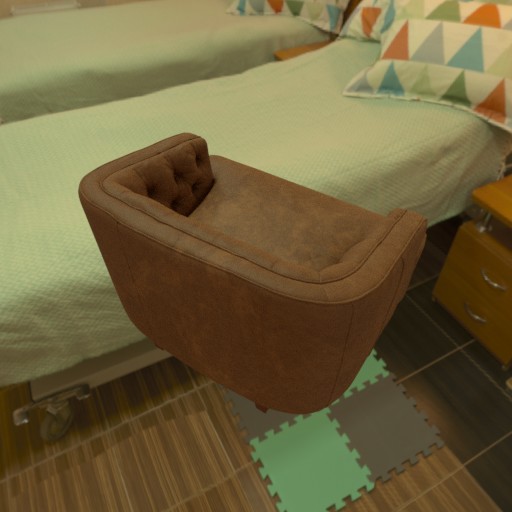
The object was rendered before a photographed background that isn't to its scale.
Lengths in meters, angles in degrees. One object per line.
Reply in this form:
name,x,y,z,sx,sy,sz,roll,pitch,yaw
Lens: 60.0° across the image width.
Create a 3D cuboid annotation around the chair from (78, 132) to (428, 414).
chair,0.000,0.000,1.779,1.119,0.836,0.911,25,50,23
